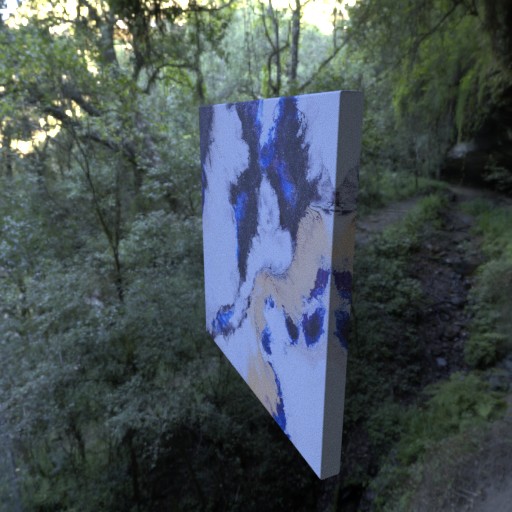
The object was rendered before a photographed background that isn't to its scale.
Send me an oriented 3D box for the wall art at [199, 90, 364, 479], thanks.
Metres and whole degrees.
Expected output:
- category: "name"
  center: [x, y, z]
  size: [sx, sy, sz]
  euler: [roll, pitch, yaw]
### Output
- category: "wall art"
  center: [0.000, 0.000, 0.922]
  size: [0.039, 0.609, 0.609]
  euler: [-7, 18, -23]
